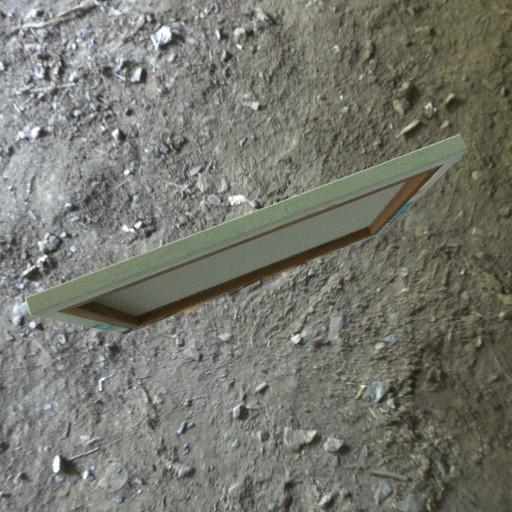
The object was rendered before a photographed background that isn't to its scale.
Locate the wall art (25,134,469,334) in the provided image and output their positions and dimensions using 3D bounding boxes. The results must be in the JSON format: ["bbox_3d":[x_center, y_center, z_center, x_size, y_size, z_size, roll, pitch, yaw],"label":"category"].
[{"bbox_3d":[0.000,0.000,1.155,0.913,0.609,0.038,-21,78,-5],"label":"wall art"}]
